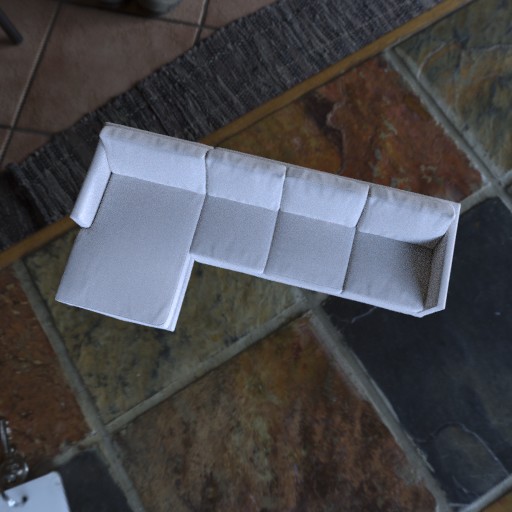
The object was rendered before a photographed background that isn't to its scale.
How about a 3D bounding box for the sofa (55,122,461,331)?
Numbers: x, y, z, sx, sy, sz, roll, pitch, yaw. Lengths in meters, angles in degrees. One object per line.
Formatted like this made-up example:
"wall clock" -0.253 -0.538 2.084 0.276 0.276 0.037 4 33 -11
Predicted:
"sofa" 0.000 0.000 3.879 3.186 0.861 1.625 14 76 3
